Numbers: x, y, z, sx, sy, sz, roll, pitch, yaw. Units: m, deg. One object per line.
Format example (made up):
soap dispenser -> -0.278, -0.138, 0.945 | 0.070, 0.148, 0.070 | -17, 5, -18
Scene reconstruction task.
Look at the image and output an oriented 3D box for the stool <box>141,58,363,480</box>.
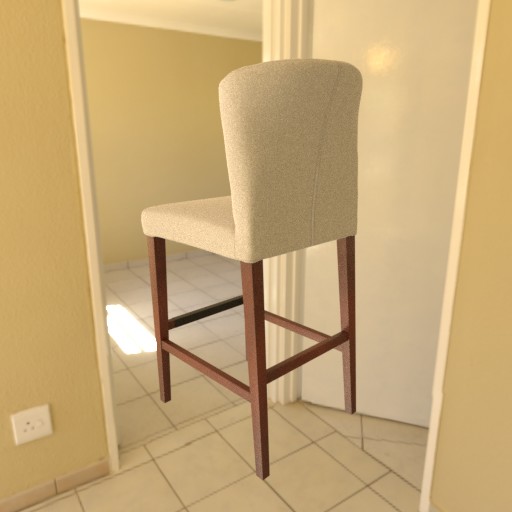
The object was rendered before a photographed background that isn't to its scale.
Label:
stool -> 0.000, 0.000, 1.374 | 0.479, 1.069, 0.568 | -15, 21, -42
